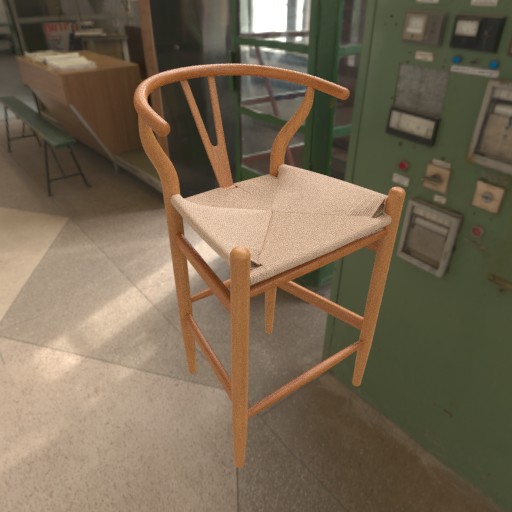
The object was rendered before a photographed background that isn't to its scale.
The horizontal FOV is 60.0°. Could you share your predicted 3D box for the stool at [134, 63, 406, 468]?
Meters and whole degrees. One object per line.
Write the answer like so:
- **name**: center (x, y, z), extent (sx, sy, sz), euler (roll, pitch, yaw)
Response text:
- **stool**: center (0.000, 0.000, 1.300), extent (0.569, 0.970, 0.579), euler (-22, 38, -31)
